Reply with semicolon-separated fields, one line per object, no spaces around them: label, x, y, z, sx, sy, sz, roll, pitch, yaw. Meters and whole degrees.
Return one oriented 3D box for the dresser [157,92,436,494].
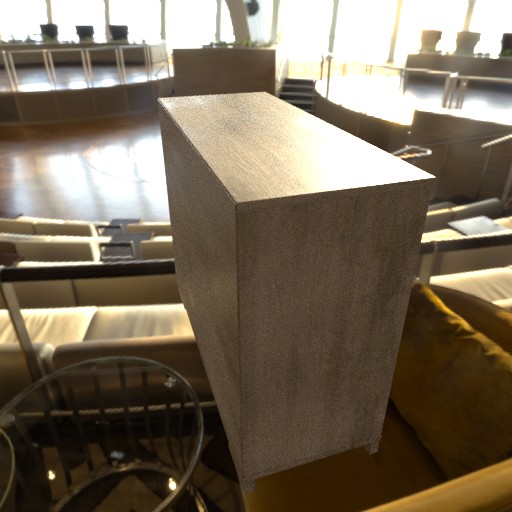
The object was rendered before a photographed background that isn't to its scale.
dresser;0.000;0.000;1.410;0.404;0.816;0.994;-9;31;-16
